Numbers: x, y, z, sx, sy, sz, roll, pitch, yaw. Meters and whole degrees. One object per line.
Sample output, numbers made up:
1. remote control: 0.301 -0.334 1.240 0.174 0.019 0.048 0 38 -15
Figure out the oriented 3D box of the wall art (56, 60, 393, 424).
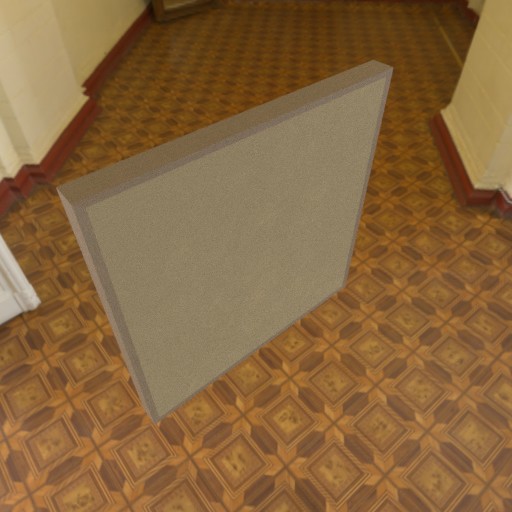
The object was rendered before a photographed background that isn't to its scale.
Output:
1. wall art: 0.000 0.000 0.743 0.508 0.506 0.038 -31 53 -27
